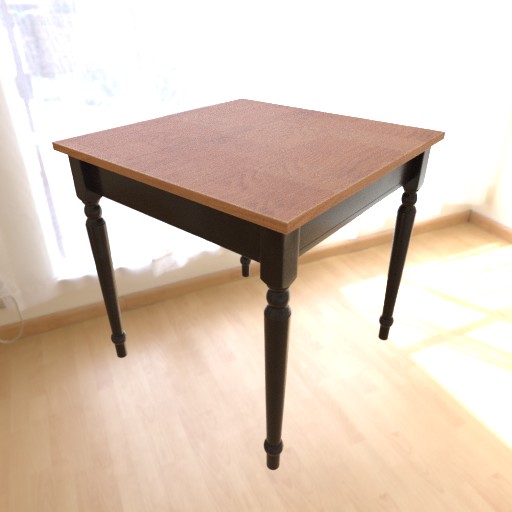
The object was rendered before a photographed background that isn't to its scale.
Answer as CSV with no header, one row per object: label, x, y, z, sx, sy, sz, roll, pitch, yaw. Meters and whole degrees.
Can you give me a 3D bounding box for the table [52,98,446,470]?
table,0.000,0.000,1.368,0.747,0.738,0.747,23,37,33
